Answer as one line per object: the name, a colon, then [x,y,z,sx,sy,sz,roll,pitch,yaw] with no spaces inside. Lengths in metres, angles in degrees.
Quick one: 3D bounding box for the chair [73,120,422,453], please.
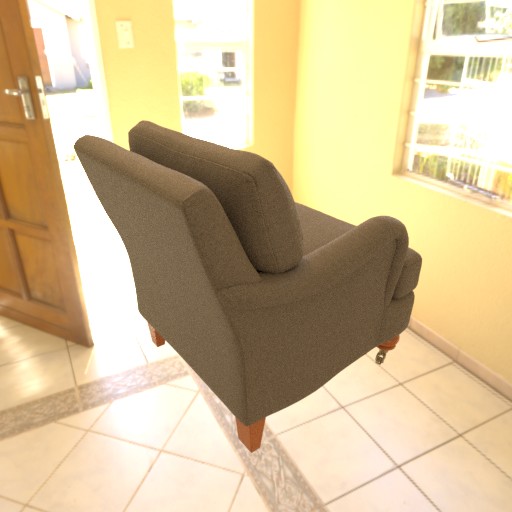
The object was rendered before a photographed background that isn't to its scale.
chair: [0.000,0.000,1.822,1.070,1.038,0.955,-18,31,-33]
